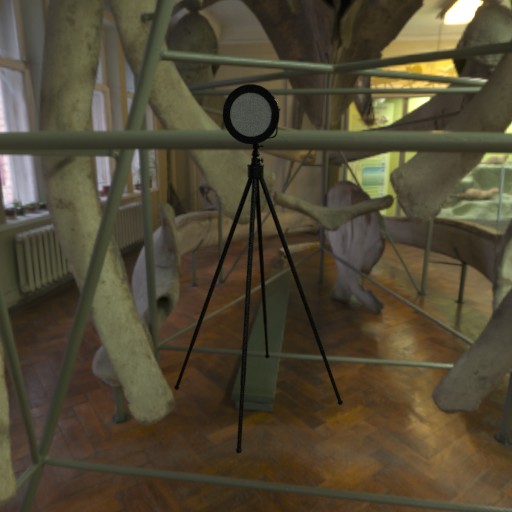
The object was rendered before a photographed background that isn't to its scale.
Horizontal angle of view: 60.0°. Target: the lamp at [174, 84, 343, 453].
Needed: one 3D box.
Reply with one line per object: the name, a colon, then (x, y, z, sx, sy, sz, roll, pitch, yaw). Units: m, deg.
lamp: (0.000, 0.000, 2.099, 0.879, 1.504, 0.884, 2, 15, 9)
